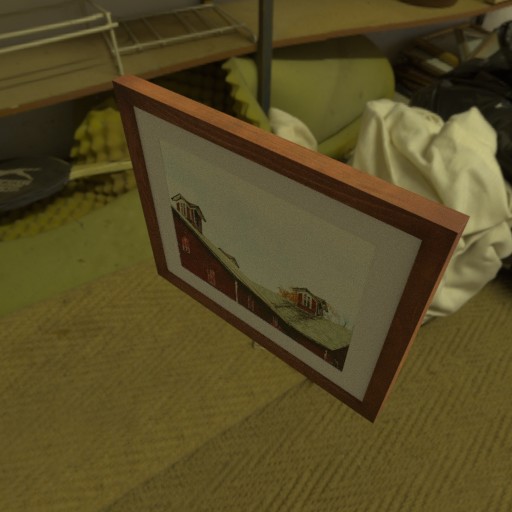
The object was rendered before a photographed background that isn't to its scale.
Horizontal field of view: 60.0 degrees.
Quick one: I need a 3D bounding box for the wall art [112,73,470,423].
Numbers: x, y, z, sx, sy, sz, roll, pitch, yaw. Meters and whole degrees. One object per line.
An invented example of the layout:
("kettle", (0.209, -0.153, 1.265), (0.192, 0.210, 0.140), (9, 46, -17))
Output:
("wall art", (0.000, 0.000, 0.747), (0.558, 0.457, 0.033), (30, 53, 26))
